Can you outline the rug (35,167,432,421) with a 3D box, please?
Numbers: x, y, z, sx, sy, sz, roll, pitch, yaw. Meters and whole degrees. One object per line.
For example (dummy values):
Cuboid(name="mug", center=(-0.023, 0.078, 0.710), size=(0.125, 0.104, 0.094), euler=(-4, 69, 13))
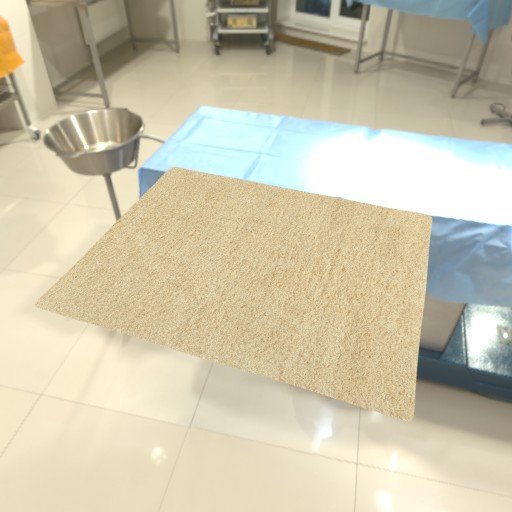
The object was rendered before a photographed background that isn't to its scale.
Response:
Cuboid(name="rug", center=(0.000, 0.000, 4.083), size=(3.001, 0.025, 2.401), euler=(13, 43, 15))
